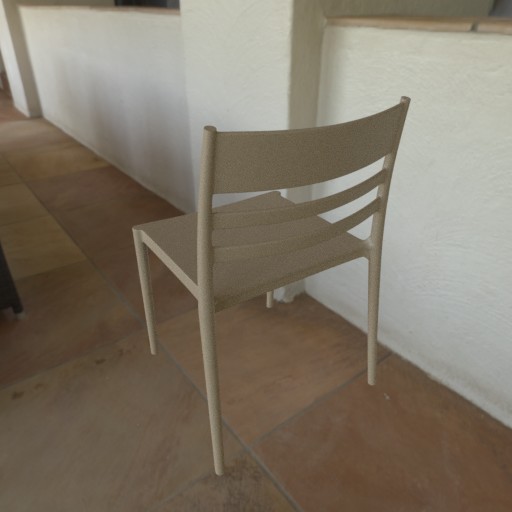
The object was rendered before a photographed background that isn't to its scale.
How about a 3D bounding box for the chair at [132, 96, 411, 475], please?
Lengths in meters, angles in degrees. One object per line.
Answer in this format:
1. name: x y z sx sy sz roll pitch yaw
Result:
1. chair: 0.000 0.000 1.140 0.531 0.800 0.511 -18 35 -29
